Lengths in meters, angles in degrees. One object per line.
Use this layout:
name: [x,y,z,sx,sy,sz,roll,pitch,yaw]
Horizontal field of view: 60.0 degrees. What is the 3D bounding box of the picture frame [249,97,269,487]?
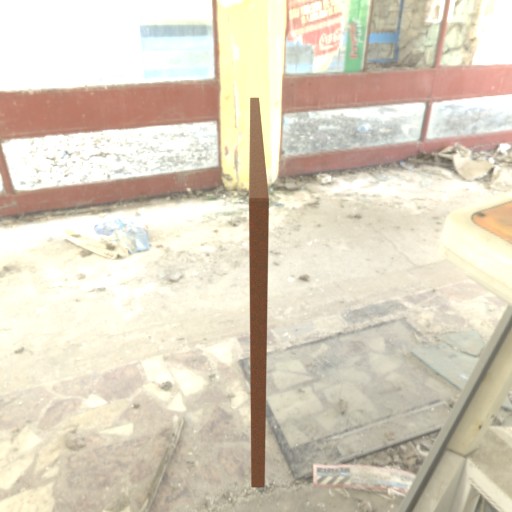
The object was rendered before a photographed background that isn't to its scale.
picture frame: [0.000,0.000,1.803,0.045,1.018,1.329,0,29,-1]
